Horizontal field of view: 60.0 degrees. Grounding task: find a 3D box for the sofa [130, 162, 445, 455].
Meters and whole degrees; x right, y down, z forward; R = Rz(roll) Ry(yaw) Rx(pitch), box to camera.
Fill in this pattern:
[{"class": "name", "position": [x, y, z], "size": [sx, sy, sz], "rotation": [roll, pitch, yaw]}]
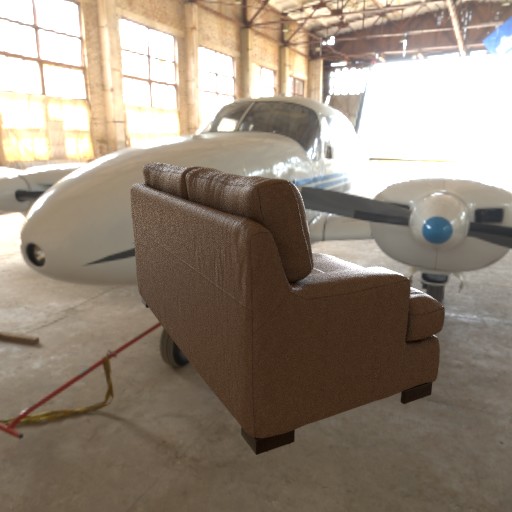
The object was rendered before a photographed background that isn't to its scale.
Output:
[{"class": "sofa", "position": [0.000, 0.000, 2.445], "size": [0.962, 0.980, 1.855], "rotation": [-7, 16, -26]}]
